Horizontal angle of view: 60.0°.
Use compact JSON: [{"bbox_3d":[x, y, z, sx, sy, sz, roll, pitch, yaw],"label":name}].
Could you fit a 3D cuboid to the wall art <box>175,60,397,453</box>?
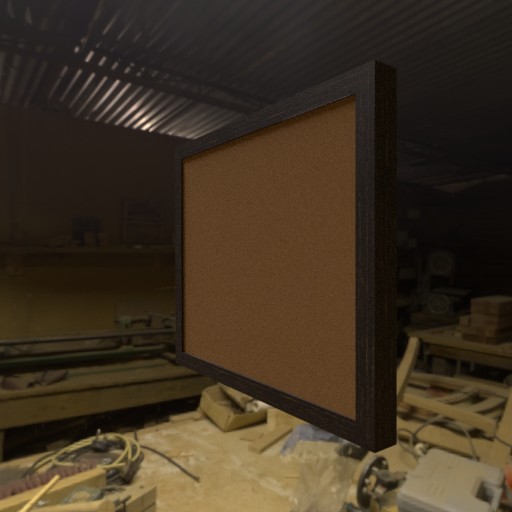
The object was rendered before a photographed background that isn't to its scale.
[{"bbox_3d":[0.000,0.000,0.535,0.031,0.330,0.381,0,0,-36],"label":"wall art"}]
